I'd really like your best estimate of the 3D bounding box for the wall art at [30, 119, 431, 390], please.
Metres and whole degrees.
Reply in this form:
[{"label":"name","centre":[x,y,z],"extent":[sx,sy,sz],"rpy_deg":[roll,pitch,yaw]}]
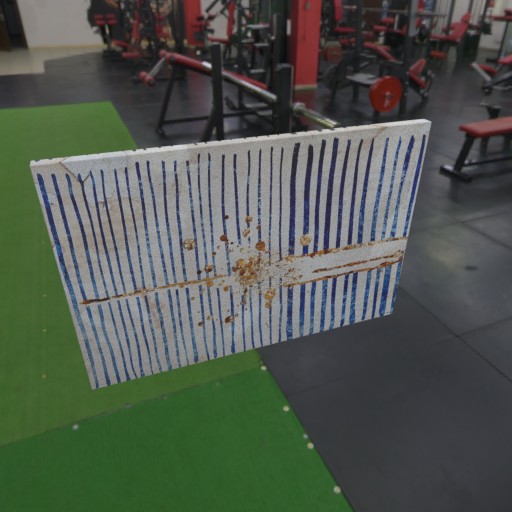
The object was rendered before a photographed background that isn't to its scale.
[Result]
[{"label":"wall art","centre":[0.000,0.000,1.418],"extent":[1.143,0.757,0.038],"rpy_deg":[-11,33,-17]}]
